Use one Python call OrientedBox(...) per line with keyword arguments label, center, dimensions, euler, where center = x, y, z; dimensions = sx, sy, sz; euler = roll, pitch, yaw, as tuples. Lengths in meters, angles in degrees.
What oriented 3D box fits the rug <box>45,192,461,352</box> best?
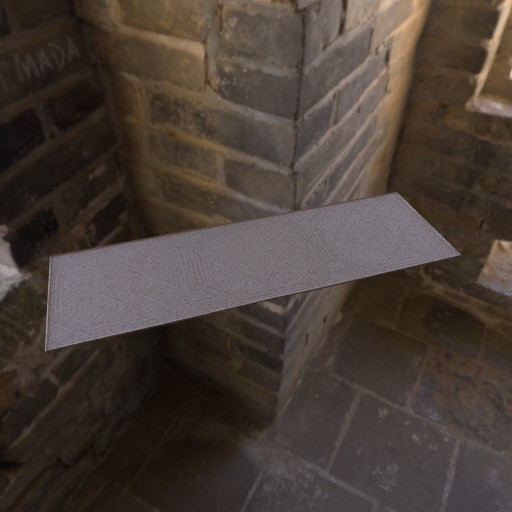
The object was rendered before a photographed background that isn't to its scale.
OrientedBox(label="rug", center=(0.000, 0.000, 2.772), dimensions=(2.452, 0.012, 0.775), euler=(-12, 42, -13))
